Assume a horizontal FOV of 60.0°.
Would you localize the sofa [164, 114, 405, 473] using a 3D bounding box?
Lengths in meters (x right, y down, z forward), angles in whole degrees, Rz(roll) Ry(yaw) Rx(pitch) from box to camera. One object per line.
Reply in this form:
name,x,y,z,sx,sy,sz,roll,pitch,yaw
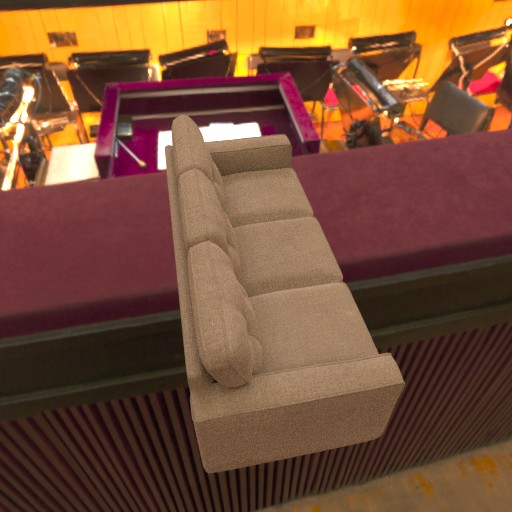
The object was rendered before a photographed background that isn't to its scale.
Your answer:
sofa,0.000,0.000,2.680,0.939,0.965,2.133,-8,46,-8
